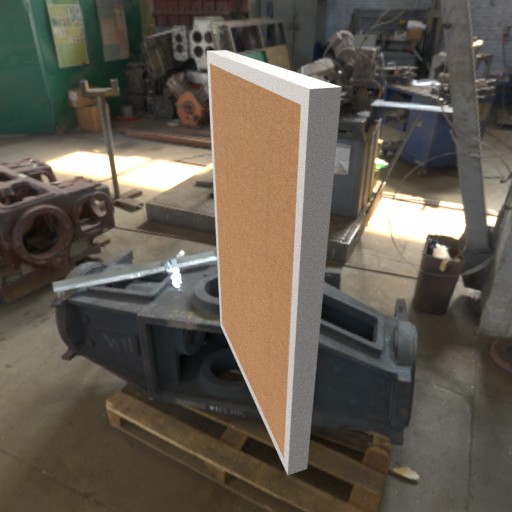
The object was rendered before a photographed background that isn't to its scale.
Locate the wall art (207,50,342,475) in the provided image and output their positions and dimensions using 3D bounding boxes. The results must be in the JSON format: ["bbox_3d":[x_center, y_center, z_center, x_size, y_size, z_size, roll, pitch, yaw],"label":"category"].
[{"bbox_3d":[0.000,0.000,0.535,0.025,0.428,0.293,-10,31,-17],"label":"wall art"}]
